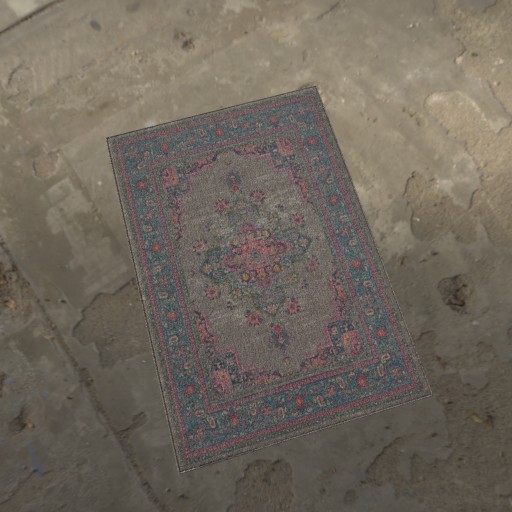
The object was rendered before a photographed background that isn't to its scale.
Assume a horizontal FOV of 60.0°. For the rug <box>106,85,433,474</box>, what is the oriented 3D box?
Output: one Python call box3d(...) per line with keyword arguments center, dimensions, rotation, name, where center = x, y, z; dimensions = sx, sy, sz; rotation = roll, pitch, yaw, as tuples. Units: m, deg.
box3d(center=(0.000, 0.000, 3.702), dimensions=(2.005, 0.013, 2.890), rotation=(-15, 75, -4), name="rug")
